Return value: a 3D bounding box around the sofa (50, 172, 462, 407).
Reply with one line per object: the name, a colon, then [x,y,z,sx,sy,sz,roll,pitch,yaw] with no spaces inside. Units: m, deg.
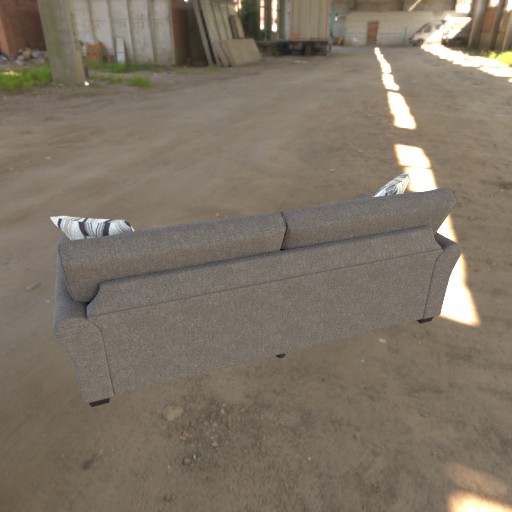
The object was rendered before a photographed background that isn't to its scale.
sofa: [0.000,0.000,2.454,2.032,0.813,0.889,-10,29,-18]
